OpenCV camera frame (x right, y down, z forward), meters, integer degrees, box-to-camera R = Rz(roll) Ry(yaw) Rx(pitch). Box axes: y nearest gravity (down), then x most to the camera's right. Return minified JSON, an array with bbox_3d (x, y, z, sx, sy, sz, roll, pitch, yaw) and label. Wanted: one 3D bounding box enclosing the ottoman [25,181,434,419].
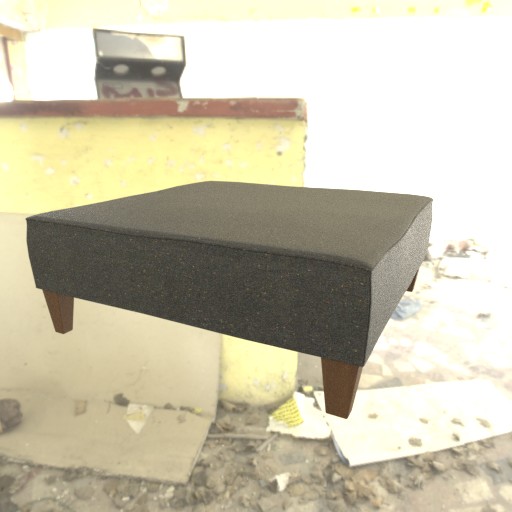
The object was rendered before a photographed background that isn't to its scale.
[{"bbox_3d":[0.000,0.000,1.497,1.004,0.382,0.968,8,18,26],"label":"ottoman"}]
